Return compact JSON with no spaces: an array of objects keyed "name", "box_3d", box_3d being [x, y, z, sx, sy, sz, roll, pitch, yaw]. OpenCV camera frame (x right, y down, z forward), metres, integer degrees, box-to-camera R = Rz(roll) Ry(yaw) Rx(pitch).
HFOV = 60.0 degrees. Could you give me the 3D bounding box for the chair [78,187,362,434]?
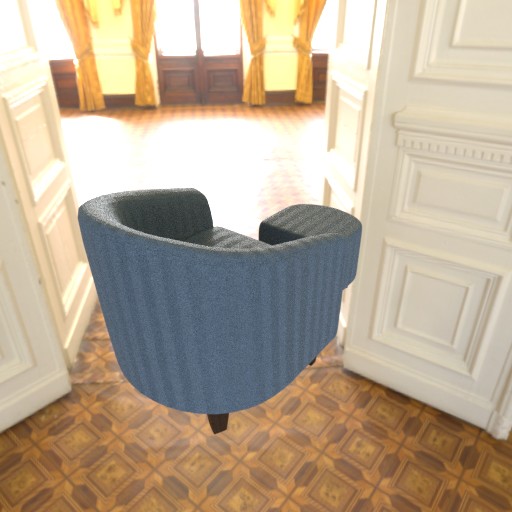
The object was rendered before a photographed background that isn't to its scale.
[{"name":"chair","box_3d":[0.000,0.000,1.758,0.756,0.757,1.288,22,36,32]}]
